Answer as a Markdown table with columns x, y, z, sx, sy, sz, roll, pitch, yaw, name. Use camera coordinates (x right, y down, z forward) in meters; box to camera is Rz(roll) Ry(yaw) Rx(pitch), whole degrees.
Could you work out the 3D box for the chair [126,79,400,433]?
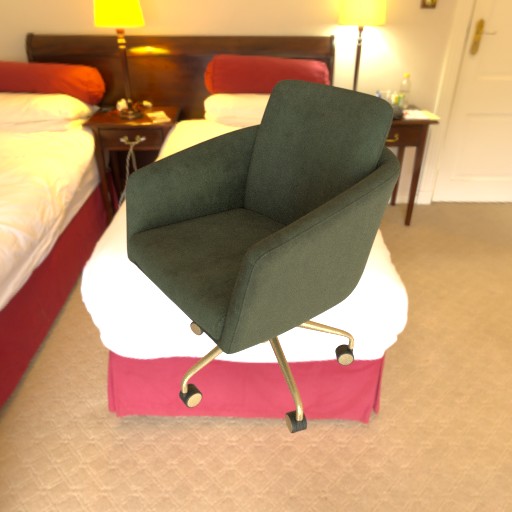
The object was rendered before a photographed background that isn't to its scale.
| x | y | z | sx | sy | sz | roll | pitch | yaw | name |
| --- | --- | --- | --- | --- | --- | --- | --- | --- | --- |
| 0.000 | 0.000 | 1.333 | 0.635 | 0.908 | 0.641 | -22 | 37 | -31 | chair |
